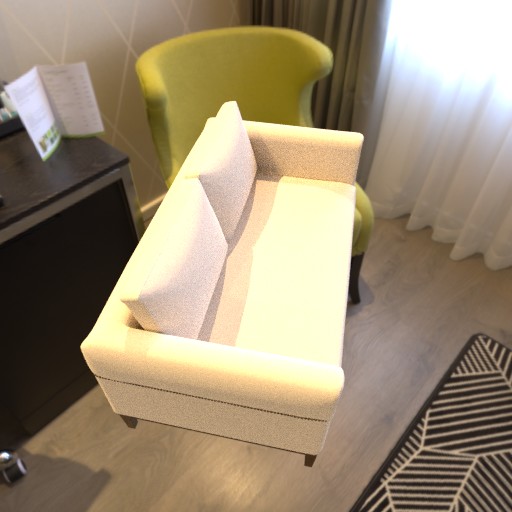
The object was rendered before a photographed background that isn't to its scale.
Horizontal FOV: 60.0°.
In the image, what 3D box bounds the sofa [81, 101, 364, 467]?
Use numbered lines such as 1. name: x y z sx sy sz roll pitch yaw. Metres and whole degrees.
1. sofa: 0.000 0.000 2.139 0.905 0.873 1.598 9 47 8
